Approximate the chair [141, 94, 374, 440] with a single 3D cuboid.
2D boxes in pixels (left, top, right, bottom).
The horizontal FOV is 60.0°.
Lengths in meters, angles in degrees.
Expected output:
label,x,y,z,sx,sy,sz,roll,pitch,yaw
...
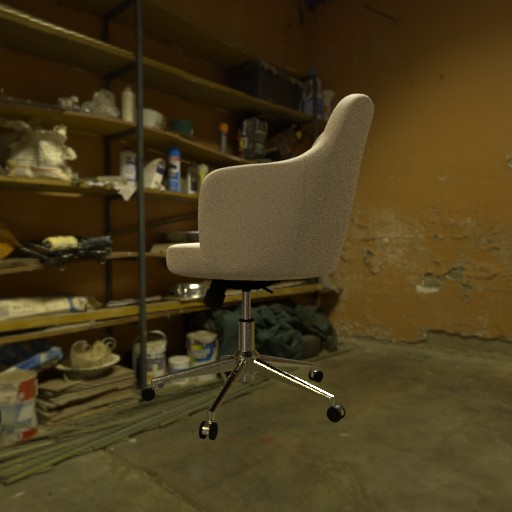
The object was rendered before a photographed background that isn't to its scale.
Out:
label,x,y,z,sx,sy,sz,roll,pitch,yaw
chair,0.000,0.000,1.263,0.647,0.819,0.602,0,1,-1
